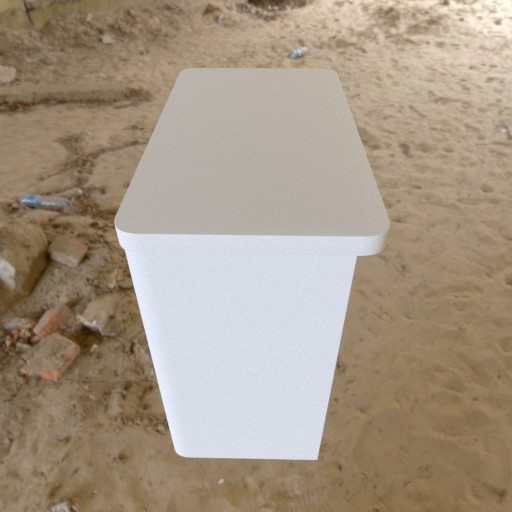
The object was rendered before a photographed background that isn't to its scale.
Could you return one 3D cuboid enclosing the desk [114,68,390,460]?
[{"bbox_3d":[0.000,0.000,1.234,0.446,0.760,0.790,1,41,1],"label":"desk"}]
